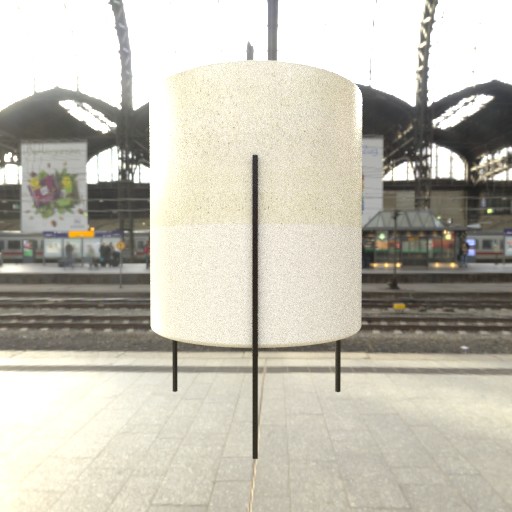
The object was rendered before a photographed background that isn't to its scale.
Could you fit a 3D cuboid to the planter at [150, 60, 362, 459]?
[{"bbox_3d":[0.000,0.000,0.695,0.324,0.483,0.333,0,1,0],"label":"planter"}]
